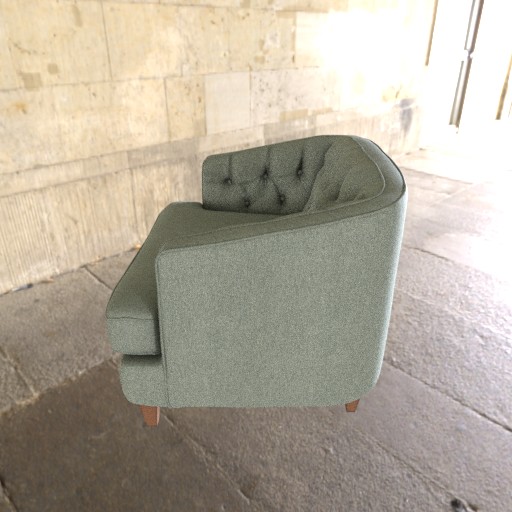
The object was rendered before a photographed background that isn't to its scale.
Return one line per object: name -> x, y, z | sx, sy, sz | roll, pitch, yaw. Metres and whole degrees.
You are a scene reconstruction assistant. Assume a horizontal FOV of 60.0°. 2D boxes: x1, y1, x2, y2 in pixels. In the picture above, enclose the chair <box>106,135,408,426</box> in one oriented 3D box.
chair -> 0.000, 0.000, 1.787 | 0.945, 0.852, 1.094 | 1, 27, 1
